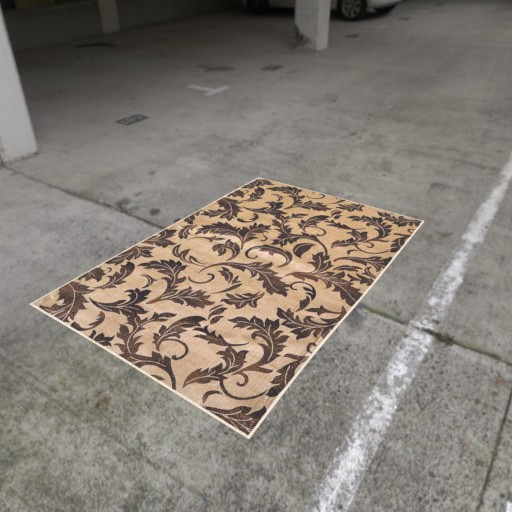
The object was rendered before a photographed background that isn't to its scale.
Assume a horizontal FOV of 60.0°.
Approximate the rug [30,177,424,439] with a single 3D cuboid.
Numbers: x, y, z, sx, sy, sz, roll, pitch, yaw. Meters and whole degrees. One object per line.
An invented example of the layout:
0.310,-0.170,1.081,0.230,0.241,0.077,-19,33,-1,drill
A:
0.000,0.000,2.912,1.522,0.008,2.284,20,37,29,rug
